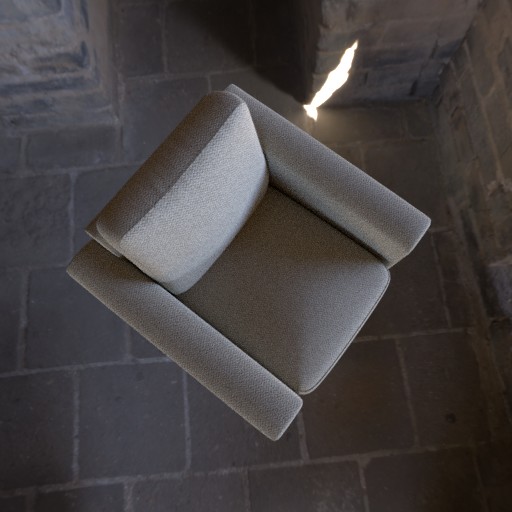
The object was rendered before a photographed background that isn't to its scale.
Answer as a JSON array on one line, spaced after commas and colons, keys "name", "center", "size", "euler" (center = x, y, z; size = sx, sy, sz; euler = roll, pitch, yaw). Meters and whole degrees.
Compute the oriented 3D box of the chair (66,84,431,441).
[{"name": "chair", "center": [0.000, 0.000, 1.770], "size": [1.016, 0.873, 1.005], "euler": [37, 79, 8]}]
